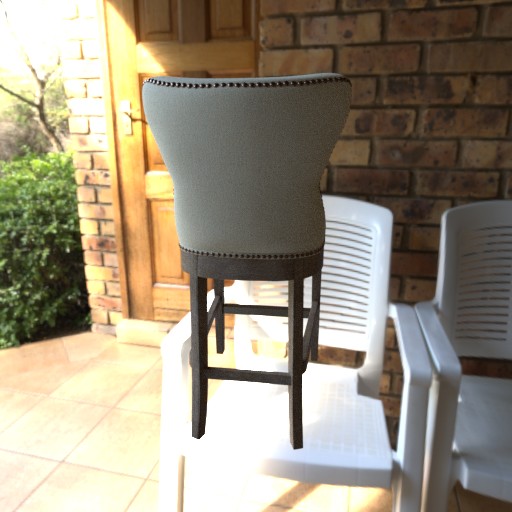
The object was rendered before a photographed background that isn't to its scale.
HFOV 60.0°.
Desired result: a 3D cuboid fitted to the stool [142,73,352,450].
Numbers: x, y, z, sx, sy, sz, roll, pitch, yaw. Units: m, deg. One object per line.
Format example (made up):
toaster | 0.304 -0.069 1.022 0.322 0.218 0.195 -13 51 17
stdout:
stool | 0.000 0.000 1.350 0.498 0.981 0.608 2 16 8
